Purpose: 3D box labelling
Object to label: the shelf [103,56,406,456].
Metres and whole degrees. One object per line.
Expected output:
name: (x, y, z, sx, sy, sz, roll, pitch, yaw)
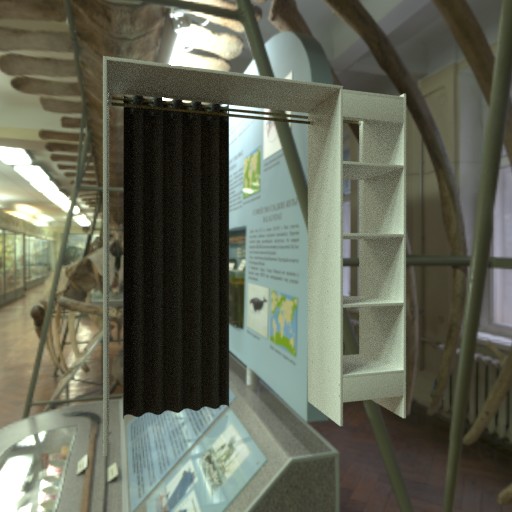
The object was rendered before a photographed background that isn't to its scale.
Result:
shelf: (0.000, 0.000, 2.476, 1.600, 1.810, 0.500, 0, 0, -17)
